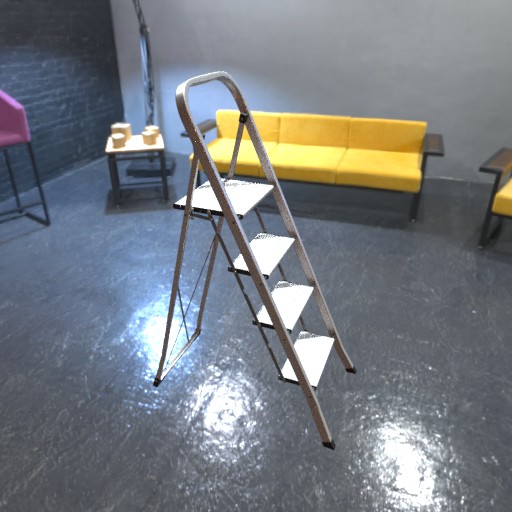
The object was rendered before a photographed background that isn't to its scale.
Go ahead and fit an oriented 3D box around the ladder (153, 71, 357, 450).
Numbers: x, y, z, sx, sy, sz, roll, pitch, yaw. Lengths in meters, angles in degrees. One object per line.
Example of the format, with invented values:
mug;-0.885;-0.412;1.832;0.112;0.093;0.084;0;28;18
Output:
ladder;0.000;0.000;1.707;0.830;1.290;0.465;11;30;19
